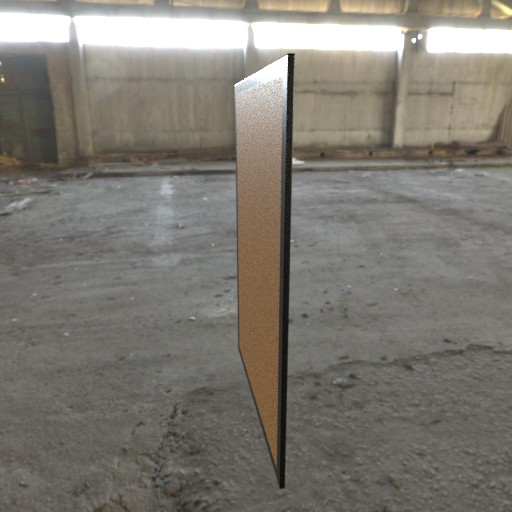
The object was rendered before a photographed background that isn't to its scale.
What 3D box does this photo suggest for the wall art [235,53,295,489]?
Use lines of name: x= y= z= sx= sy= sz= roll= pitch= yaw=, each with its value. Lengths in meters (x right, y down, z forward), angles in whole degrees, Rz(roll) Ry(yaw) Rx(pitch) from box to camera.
wall art: x=0.000 y=0.000 z=1.267 sx=0.013 sy=0.967 sz=0.707 roll=-3 pitch=17 yaw=-10
